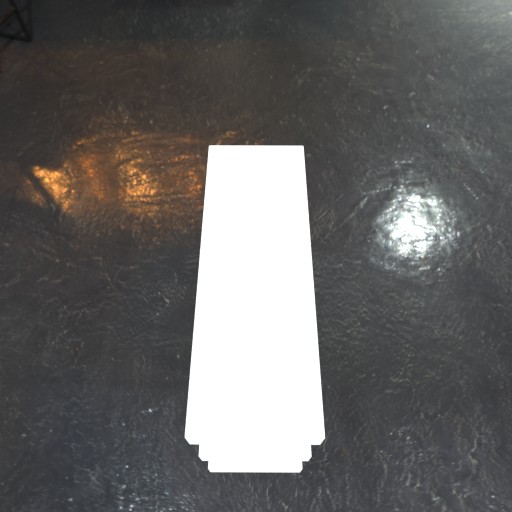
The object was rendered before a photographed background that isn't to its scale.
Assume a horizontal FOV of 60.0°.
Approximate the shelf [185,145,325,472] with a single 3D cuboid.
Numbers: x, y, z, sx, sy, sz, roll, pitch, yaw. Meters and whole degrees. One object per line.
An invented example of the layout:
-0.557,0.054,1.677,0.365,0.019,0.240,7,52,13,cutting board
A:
0.000,0.000,0.726,0.140,0.293,0.610,0,58,0,shelf
